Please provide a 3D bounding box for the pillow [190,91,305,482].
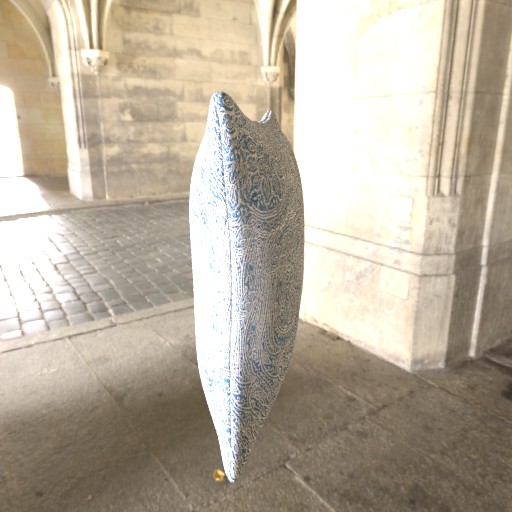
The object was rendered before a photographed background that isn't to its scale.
[{"bbox_3d":[0.000,0.000,0.784,0.166,0.510,0.523,2,16,8],"label":"pillow"}]
